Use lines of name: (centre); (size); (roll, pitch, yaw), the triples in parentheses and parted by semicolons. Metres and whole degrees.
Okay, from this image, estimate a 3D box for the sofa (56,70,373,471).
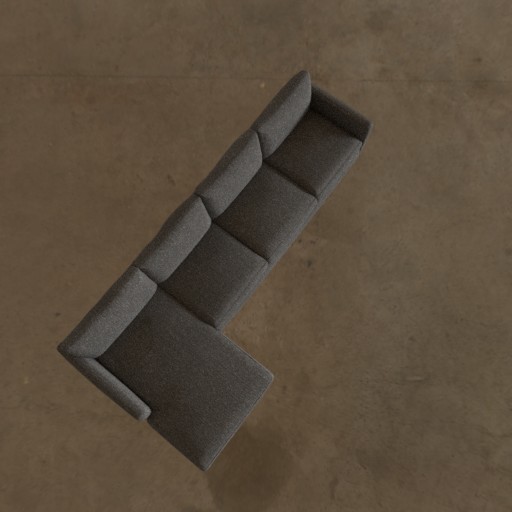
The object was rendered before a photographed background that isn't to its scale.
sofa: (0.000, 0.000, 3.483); (1.350, 0.810, 2.932); (36, 77, 10)
